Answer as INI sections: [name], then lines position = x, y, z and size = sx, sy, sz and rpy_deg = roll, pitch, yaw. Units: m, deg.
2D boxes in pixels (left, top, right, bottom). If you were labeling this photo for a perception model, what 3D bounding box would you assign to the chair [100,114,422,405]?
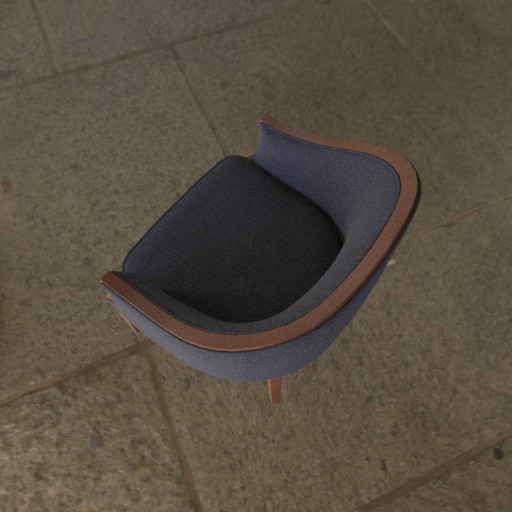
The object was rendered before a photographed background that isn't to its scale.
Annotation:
[chair]
position = 0.000, 0.000, 1.443
size = 0.735, 0.876, 0.803
rpy_deg = 34, 68, 16
